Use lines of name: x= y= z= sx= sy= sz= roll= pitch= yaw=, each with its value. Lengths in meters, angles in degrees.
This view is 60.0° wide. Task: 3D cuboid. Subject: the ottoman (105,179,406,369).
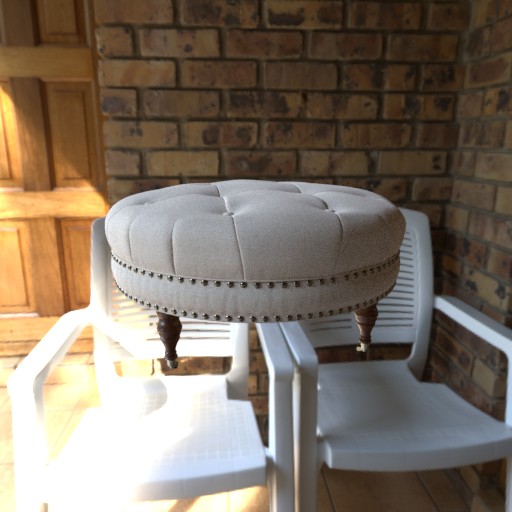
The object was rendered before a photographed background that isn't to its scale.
ottoman: x=0.000 y=0.000 z=1.478 sx=0.940 sy=0.483 sz=0.940 roll=0 pitch=14 yaw=0
